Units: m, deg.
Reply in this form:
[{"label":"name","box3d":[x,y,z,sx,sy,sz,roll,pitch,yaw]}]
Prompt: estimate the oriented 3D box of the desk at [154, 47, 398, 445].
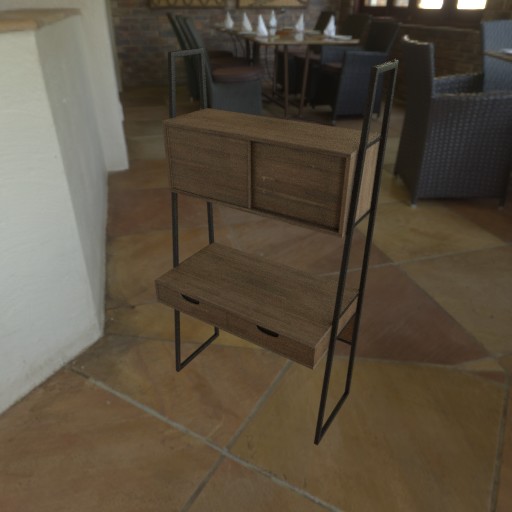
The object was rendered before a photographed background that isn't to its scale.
[{"label":"desk","box3d":[0.000,0.000,2.205,0.982,1.809,0.515,18,35,28]}]
